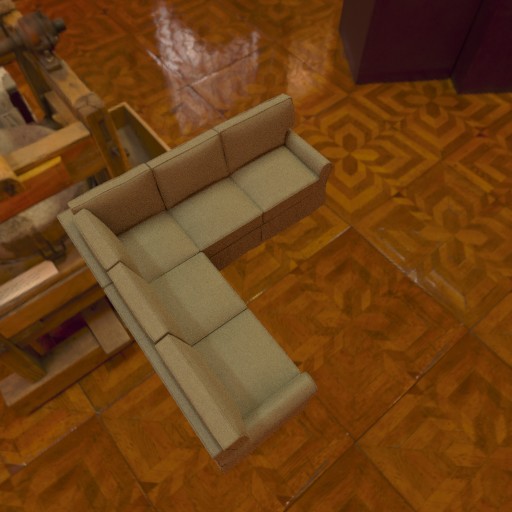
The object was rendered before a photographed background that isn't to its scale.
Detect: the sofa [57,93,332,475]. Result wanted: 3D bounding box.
[{"bbox_3d":[0.000,0.000,4.172,2.623,1.081,2.618,-33,64,-18],"label":"sofa"}]
